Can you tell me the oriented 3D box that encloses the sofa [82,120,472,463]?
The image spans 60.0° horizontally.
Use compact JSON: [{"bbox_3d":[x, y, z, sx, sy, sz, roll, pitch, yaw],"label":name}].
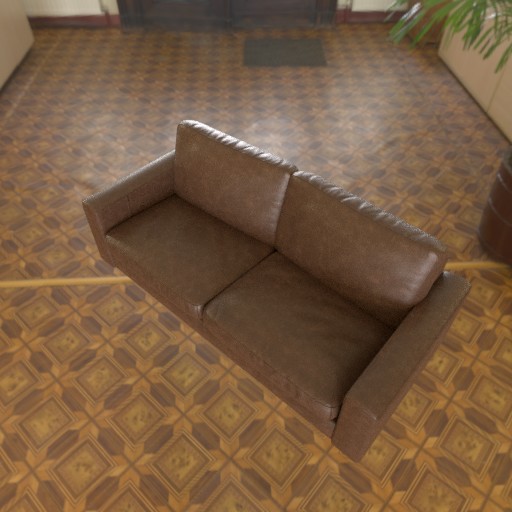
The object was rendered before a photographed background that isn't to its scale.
[{"bbox_3d":[0.000,0.000,2.669,2.179,0.873,1.016,32,54,27],"label":"sofa"}]
